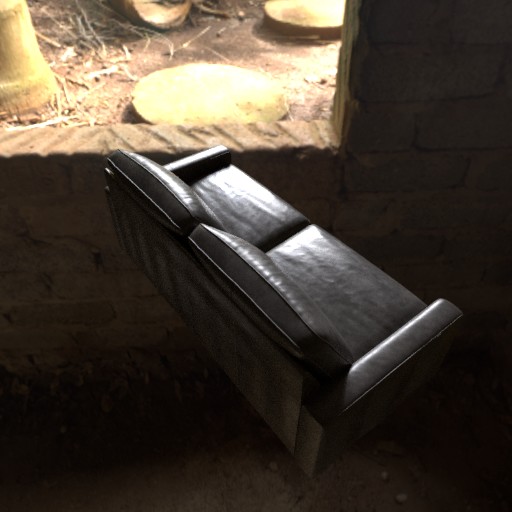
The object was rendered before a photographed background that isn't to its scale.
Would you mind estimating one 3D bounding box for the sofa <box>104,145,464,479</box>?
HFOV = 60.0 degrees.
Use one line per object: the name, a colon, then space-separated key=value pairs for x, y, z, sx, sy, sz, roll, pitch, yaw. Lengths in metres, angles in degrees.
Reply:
sofa: x=0.000 y=0.000 z=2.565 sx=0.939 sy=0.916 sz=2.081 roll=-28 pitch=49 yaw=-27
